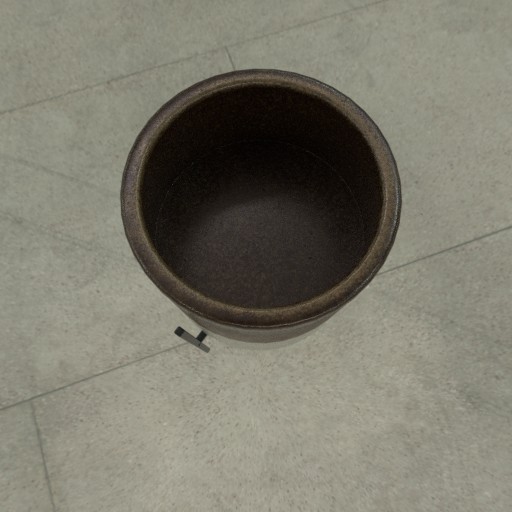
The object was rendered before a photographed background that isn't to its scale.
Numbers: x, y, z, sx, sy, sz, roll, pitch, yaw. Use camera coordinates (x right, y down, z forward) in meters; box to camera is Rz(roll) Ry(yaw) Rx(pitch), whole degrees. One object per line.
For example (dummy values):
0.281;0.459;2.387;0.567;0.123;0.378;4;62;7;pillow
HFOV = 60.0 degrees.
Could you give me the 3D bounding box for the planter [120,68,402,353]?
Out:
0.000;0.000;0.561;0.255;0.375;0.269;34;77;9;planter
